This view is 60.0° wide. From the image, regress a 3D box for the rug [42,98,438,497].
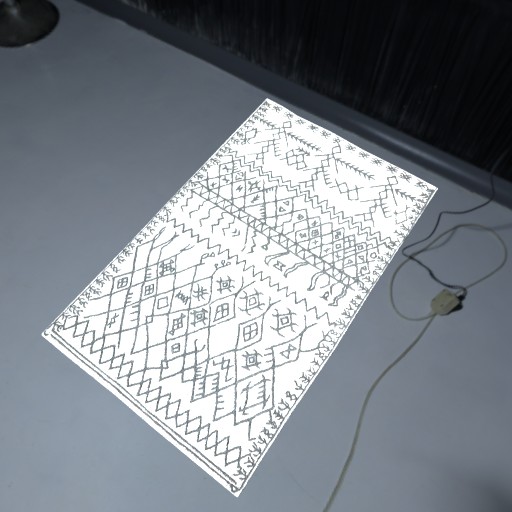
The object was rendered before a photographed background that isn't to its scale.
[{"bbox_3d":[0.000,0.000,2.996,1.530,0.012,2.444,33,68,15],"label":"rug"}]
